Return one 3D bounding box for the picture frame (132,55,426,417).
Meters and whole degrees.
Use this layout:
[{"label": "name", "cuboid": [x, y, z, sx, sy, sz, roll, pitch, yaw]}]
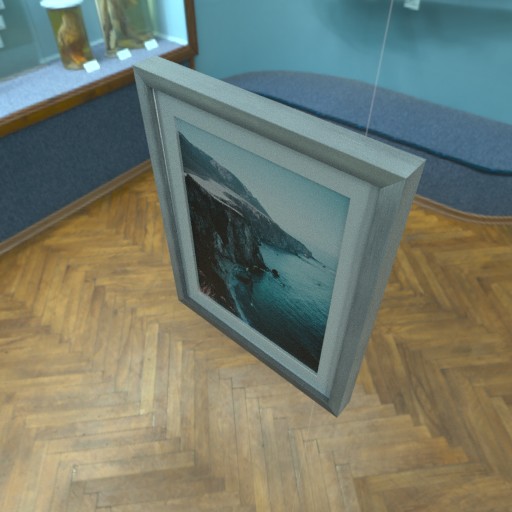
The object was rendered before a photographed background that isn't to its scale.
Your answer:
[{"label": "picture frame", "cuboid": [0.000, 0.000, 0.770, 0.449, 0.555, 0.046, 31, 53, 27]}]
